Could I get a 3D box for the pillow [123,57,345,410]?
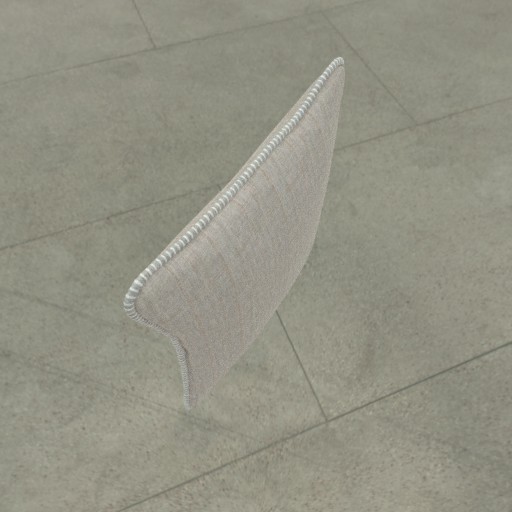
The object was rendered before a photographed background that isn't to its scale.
[{"bbox_3d":[0.000,0.000,0.745,0.124,0.494,0.485,29,63,17],"label":"pillow"}]
